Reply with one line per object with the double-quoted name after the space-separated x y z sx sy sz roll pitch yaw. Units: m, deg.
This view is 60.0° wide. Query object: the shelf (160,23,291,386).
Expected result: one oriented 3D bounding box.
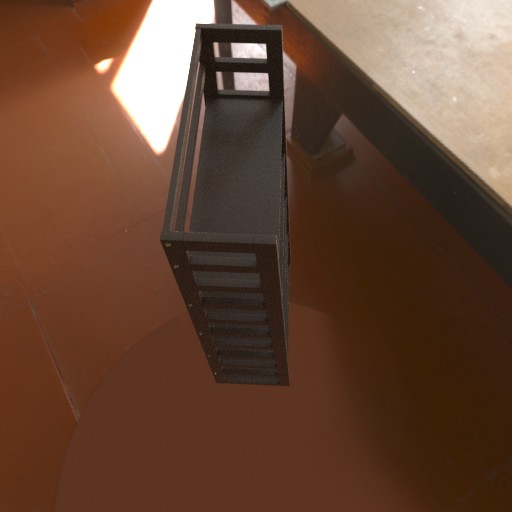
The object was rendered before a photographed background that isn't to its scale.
0.000 0.000 1.884 0.403 1.600 0.763 2 63 1 "shelf"
